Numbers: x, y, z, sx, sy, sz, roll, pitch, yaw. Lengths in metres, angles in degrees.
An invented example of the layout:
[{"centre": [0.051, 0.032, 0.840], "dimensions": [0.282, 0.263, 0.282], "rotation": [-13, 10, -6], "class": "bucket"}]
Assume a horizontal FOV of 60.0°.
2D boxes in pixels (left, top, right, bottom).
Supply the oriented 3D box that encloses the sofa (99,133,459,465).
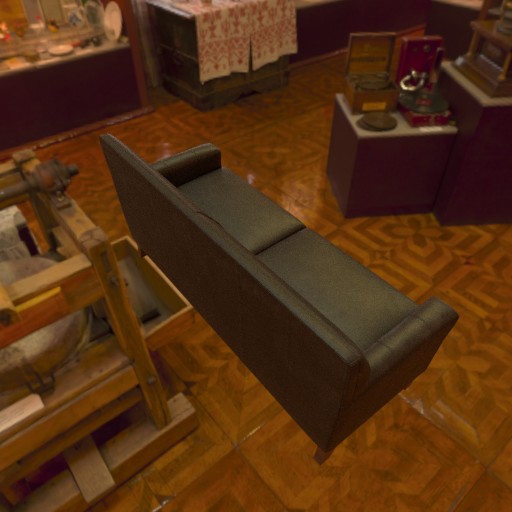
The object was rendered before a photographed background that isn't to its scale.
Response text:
[{"centre": [0.000, 0.000, 2.526], "dimensions": [0.805, 0.947, 2.053], "rotation": [-28, 49, -27], "class": "sofa"}]
